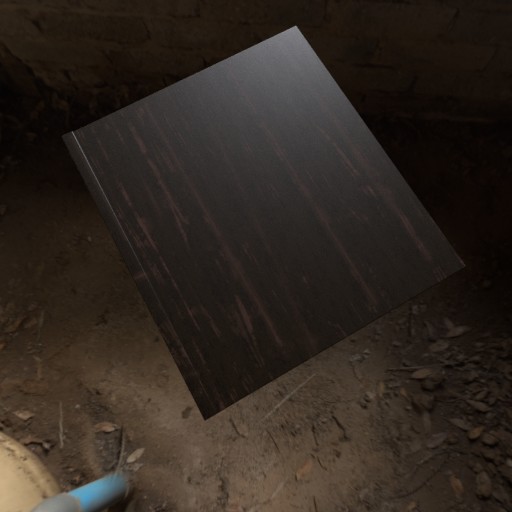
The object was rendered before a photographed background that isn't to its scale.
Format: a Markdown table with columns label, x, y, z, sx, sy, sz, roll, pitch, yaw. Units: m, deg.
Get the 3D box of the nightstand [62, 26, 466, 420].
| label | x | y | z | sx | sy | sz | roll | pitch | yaw |
| --- | --- | --- | --- | --- | --- | --- | --- | --- | --- |
| nightstand | 0.000 | 0.000 | 0.823 | 0.356 | 0.559 | 0.400 | -29 | 77 | -7 |
